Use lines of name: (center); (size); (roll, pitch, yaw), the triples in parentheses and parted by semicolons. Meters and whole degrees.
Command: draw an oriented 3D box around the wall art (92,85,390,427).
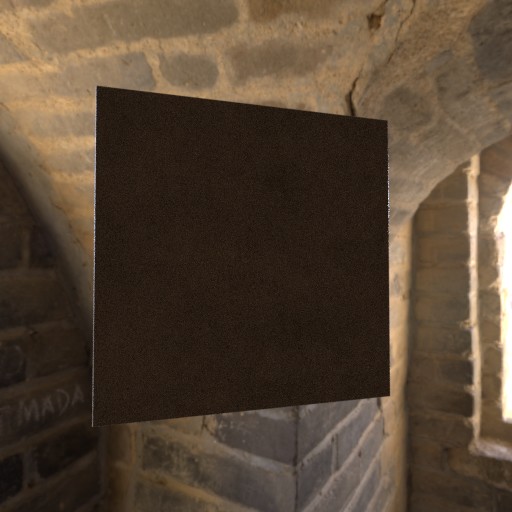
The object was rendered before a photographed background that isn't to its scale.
wall art: (0.000, 0.000, 0.969); (0.664, 0.661, 0.020); (1, -2, -18)
